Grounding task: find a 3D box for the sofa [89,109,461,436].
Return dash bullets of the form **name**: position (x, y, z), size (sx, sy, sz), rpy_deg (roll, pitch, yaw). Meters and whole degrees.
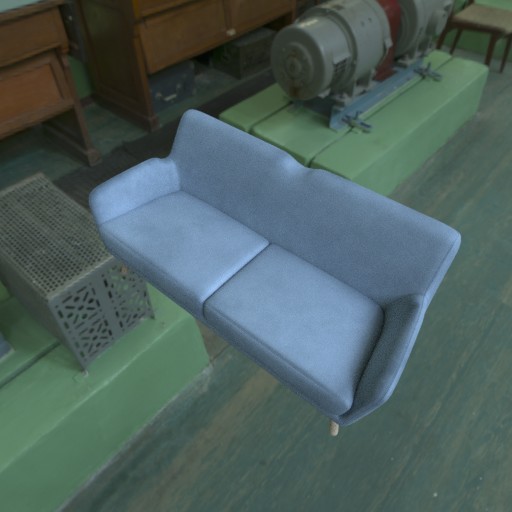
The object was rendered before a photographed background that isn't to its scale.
- **sofa**: position (0.000, 0.000, 2.354), size (1.870, 0.810, 0.850), rpy_deg (32, 54, 26)
